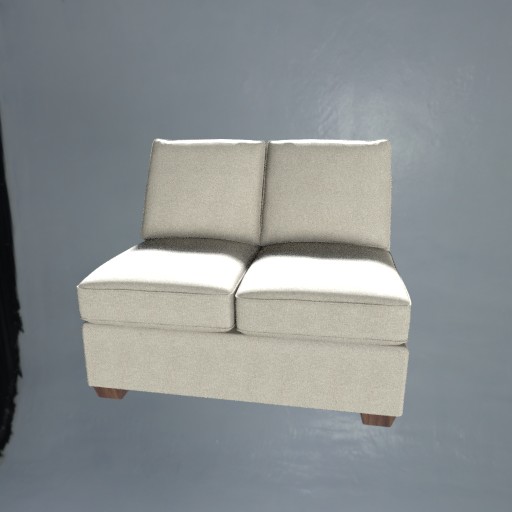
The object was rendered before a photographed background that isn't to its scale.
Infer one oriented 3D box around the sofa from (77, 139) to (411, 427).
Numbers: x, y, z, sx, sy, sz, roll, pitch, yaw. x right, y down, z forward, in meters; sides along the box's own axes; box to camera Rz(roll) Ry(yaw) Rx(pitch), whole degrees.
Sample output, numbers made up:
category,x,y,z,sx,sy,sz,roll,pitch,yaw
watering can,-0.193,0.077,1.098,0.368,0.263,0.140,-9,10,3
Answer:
category,x,y,z,sx,sy,sz,roll,pitch,yaw
sofa,0.000,0.000,1.987,1.232,1.006,0.978,3,16,9
